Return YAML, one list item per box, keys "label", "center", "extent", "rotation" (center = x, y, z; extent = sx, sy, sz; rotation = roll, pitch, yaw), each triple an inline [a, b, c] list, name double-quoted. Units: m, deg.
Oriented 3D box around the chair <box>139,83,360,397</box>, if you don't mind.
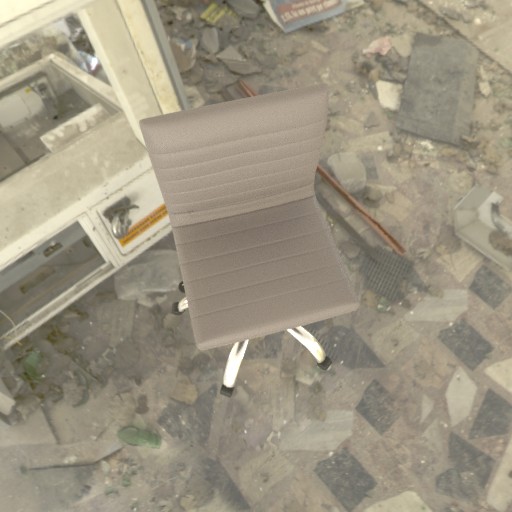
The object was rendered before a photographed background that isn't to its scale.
- label: "chair"
  center: [0.000, 0.000, 1.154]
  extent: [0.556, 0.780, 0.530]
  rotation: [-13, 64, -7]
